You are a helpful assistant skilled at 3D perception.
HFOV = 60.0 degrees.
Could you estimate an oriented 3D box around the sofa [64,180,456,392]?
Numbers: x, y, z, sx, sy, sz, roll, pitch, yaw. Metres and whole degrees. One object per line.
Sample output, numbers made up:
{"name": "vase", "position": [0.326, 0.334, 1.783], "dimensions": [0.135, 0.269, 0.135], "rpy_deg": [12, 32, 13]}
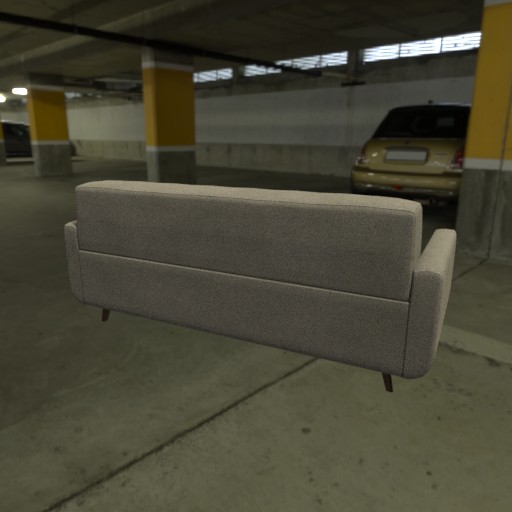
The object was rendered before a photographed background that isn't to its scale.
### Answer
{"name": "sofa", "position": [0.000, 0.000, 2.523], "dimensions": [2.029, 0.841, 0.909], "rpy_deg": [8, 17, 26]}
